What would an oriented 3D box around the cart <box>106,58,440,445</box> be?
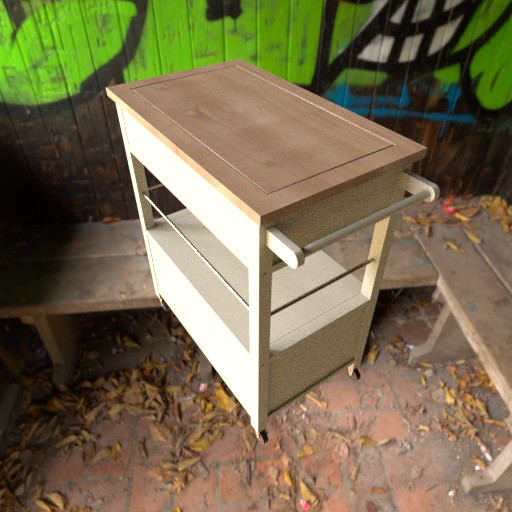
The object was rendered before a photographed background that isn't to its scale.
[{"bbox_3d":[0.000,0.000,1.396,0.459,0.901,0.840,-24,47,-26],"label":"cart"}]
